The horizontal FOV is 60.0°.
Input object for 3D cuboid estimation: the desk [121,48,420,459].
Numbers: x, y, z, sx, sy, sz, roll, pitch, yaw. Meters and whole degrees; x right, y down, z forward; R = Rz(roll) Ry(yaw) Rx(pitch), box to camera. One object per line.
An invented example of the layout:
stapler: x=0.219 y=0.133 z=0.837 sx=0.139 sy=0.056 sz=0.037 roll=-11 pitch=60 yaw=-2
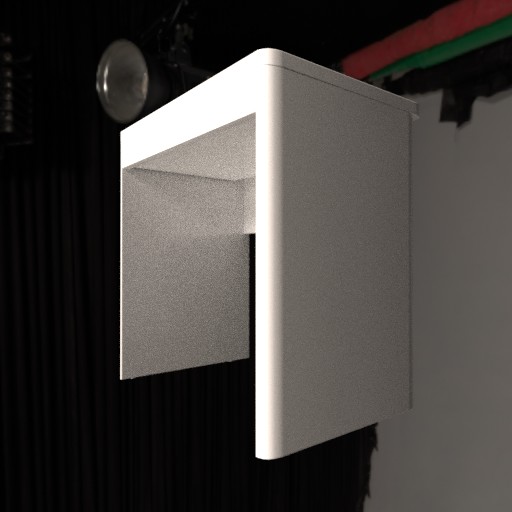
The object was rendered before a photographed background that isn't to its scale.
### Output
desk: x=0.000 y=0.000 z=1.311 sx=0.549 sy=0.800 sz=0.762 roll=0 pitch=0 yaw=-38
